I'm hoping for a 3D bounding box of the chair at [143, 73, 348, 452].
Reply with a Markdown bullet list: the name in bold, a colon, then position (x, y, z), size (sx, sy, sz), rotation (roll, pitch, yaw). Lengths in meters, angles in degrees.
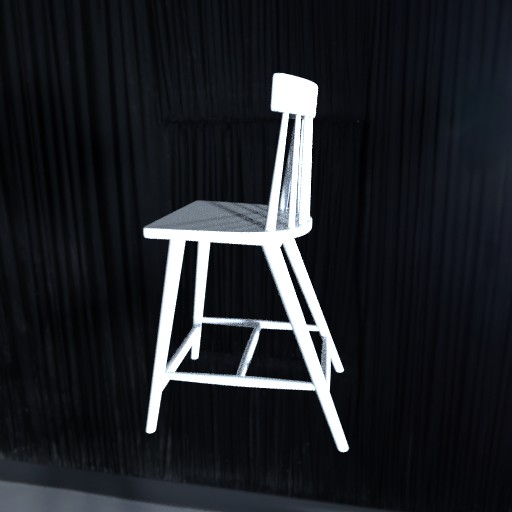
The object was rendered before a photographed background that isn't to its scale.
- **chair**: position (0.000, 0.000, 1.316), size (0.572, 0.952, 0.483), rotation (2, 16, 9)
